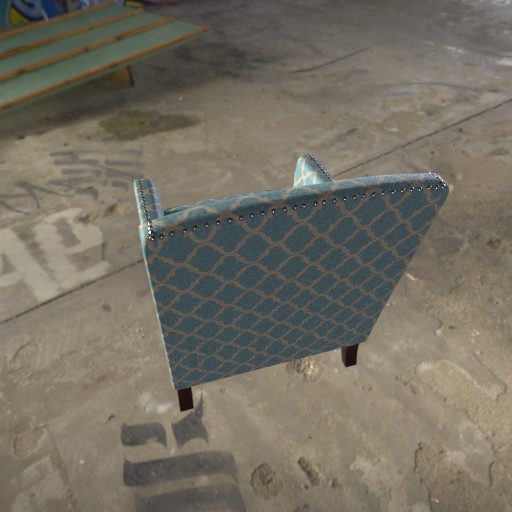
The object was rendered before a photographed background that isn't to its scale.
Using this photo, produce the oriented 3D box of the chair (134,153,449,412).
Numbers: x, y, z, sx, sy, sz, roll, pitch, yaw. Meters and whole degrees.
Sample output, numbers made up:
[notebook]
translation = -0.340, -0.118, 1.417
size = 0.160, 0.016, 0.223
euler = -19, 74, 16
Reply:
[chair]
translation = 0.000, 0.000, 1.312
size = 0.617, 0.817, 0.686
euler = -11, 41, -13
